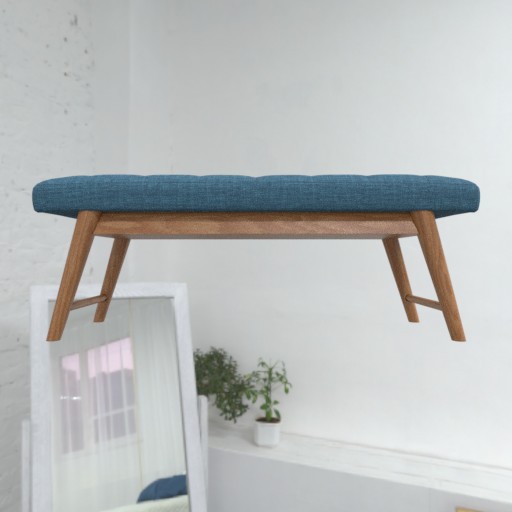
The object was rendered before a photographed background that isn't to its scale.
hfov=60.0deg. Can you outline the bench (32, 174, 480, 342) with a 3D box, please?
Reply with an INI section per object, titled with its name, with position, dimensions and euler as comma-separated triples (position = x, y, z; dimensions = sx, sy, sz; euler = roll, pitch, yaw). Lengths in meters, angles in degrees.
[bench]
position = 0.000, 0.000, 1.297
dimensions = 1.118, 0.432, 0.406
euler = 0, 0, 0
